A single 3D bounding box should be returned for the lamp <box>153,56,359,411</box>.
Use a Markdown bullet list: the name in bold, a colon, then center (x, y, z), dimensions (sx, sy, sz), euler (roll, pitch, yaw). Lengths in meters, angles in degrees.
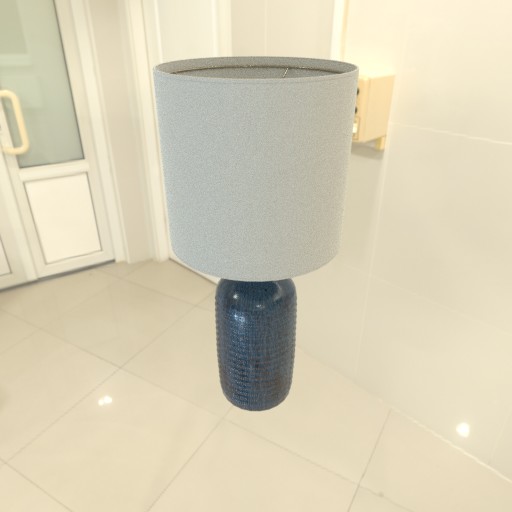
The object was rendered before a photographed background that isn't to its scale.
- **lamp**: center (0.000, 0.000, 0.598), dimensions (0.220, 0.475, 0.220), euler (20, 35, 32)
